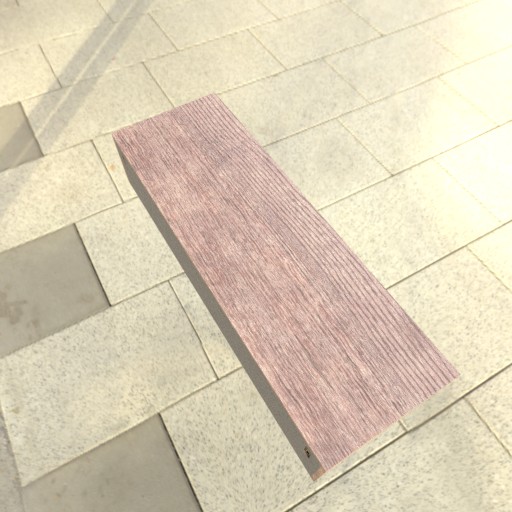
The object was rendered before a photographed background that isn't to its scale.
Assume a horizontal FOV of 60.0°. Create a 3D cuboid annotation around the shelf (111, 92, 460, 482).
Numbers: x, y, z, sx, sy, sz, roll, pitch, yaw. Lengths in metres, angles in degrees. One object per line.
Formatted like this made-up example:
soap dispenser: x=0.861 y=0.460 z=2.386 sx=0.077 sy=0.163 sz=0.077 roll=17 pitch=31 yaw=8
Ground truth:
shelf: x=0.000 y=0.000 z=0.694 sx=0.200 sy=0.125 sz=0.610 roll=-28 pitch=62 yaw=-16
